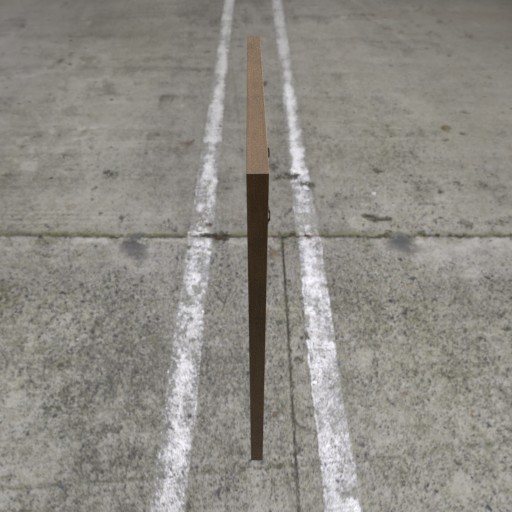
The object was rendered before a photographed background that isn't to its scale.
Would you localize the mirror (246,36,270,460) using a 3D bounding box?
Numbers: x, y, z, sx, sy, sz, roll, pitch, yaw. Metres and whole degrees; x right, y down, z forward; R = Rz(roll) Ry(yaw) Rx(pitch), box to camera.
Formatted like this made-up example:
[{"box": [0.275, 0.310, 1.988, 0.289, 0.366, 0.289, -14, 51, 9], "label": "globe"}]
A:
[{"box": [0.000, 0.000, 1.324, 0.041, 1.016, 0.762, 0, 41, -1], "label": "mirror"}]
